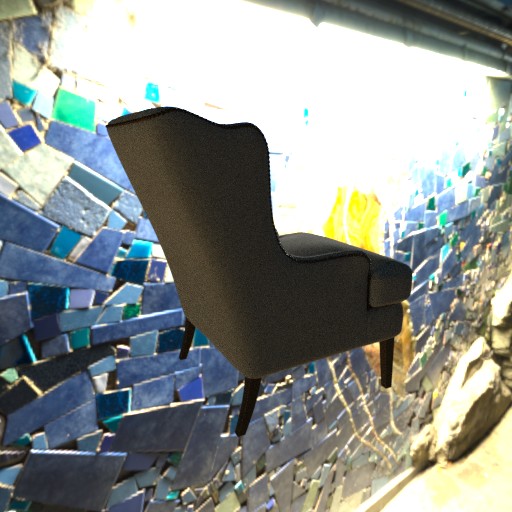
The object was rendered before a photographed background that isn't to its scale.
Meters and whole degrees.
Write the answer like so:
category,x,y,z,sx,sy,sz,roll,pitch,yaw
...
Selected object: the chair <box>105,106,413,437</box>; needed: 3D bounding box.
category,x,y,z,sx,sy,sz,roll,pitch,yaw
chair,0.000,0.000,1.691,0.940,1.029,0.737,-7,16,-27
